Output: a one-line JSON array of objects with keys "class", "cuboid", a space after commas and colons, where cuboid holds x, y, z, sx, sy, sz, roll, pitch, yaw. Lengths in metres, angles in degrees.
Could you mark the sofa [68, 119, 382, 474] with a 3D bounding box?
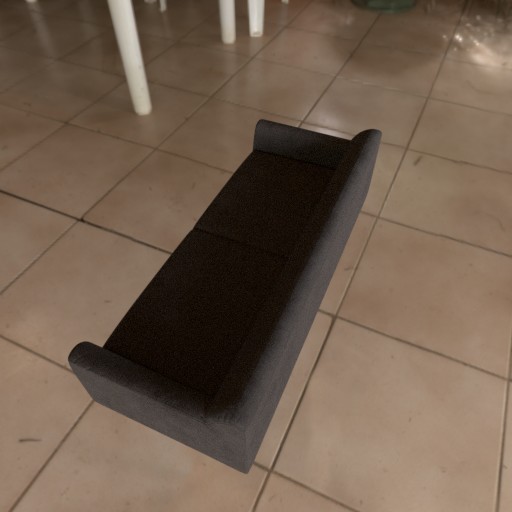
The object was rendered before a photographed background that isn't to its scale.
[{"class": "sofa", "cuboid": [0.000, 0.000, 2.675, 0.900, 0.740, 2.190, 18, 51, 16]}]
